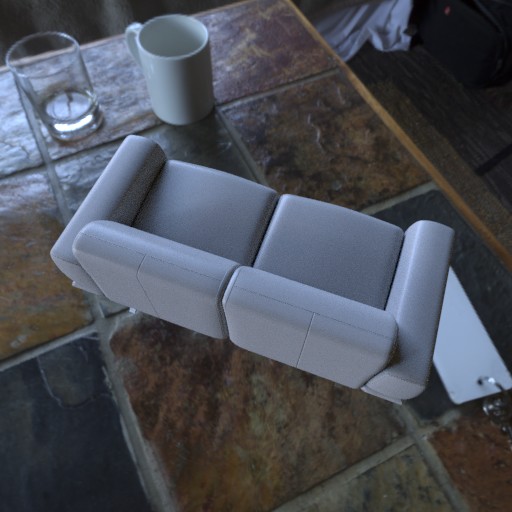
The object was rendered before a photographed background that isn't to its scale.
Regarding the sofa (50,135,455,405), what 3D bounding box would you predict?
[{"bbox_3d":[0.000,0.000,2.374,1.901,0.772,0.900,18,64,9],"label":"sofa"}]
